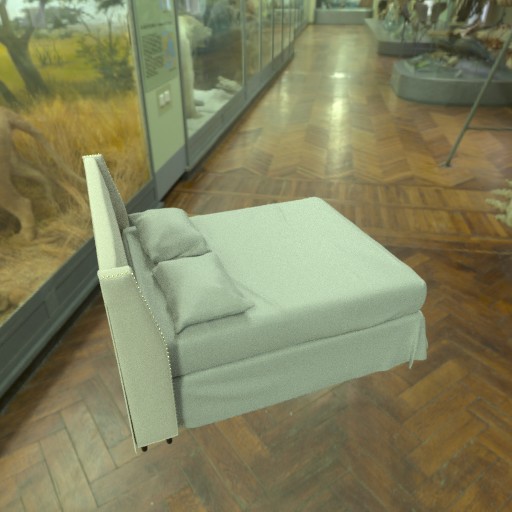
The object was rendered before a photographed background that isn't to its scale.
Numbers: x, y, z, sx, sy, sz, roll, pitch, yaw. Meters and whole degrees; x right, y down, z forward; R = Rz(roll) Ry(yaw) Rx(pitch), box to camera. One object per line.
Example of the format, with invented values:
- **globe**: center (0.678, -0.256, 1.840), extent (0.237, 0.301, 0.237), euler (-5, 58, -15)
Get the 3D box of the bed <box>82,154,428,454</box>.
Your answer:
- **bed**: center (0.000, 0.000, 3.452), extent (2.276, 1.332, 1.925), euler (-11, 33, -18)
